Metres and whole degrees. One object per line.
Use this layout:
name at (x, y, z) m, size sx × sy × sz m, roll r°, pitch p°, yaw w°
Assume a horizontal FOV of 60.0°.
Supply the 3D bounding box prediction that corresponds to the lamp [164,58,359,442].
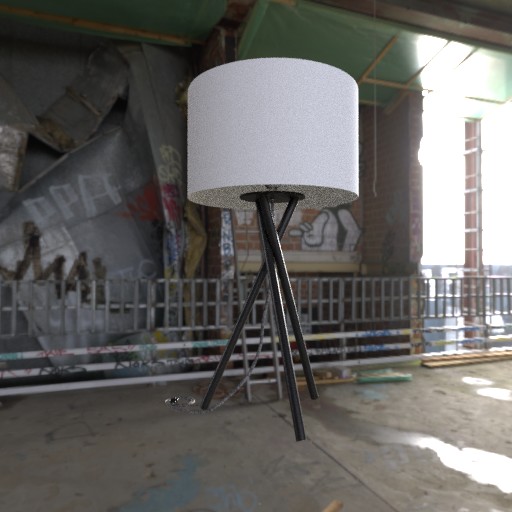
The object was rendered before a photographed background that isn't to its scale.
lamp at (0.000, 0.000, 0.930) m, size 0.422 × 0.674 × 0.353 m, roll 0°, pitch -1°, yaw 0°
